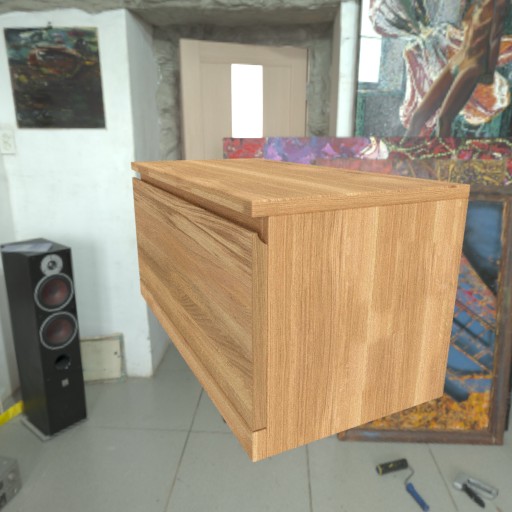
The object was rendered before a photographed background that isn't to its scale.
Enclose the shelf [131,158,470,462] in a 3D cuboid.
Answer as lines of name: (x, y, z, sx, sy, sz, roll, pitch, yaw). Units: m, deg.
shelf: (0.000, 0.000, 1.048, 0.400, 0.400, 0.800, -8, 18, -25)
